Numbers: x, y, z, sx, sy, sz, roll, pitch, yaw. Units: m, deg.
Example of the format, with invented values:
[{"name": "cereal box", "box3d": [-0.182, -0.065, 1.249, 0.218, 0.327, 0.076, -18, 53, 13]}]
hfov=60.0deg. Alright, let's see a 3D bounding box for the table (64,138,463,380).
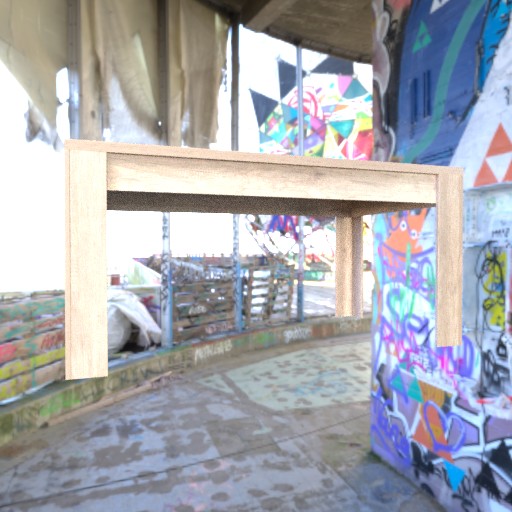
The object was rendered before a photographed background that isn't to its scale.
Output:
[{"name": "table", "box3d": [0.000, 0.000, 2.103, 1.600, 0.775, 0.900, 0, 1, -19]}]
